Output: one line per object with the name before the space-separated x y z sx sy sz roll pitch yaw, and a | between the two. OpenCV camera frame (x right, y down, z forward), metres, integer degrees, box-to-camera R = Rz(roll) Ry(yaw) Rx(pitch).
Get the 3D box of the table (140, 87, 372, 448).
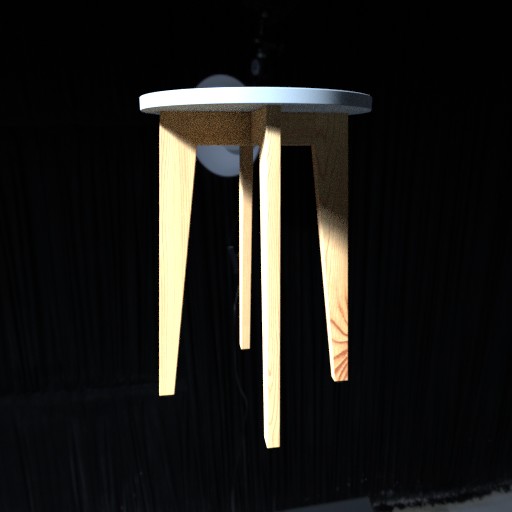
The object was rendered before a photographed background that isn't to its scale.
table | 0.000 0.000 0.751 0.350 0.500 0.350 0 15 0
